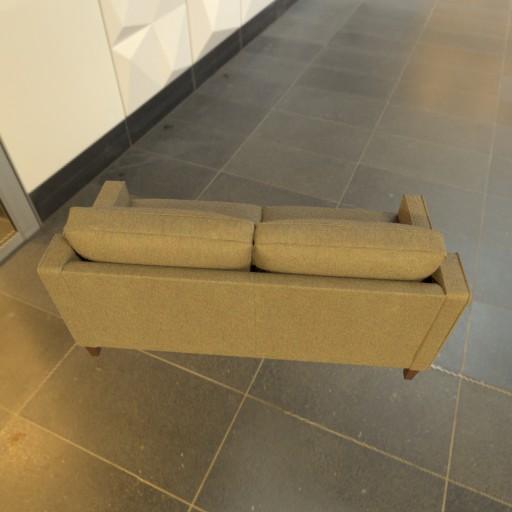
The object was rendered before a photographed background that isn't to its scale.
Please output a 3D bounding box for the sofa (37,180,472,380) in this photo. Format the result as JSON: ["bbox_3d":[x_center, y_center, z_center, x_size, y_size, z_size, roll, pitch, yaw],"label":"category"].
[{"bbox_3d":[0.000,0.000,2.817,2.181,1.074,1.073,3,47,3],"label":"sofa"}]
